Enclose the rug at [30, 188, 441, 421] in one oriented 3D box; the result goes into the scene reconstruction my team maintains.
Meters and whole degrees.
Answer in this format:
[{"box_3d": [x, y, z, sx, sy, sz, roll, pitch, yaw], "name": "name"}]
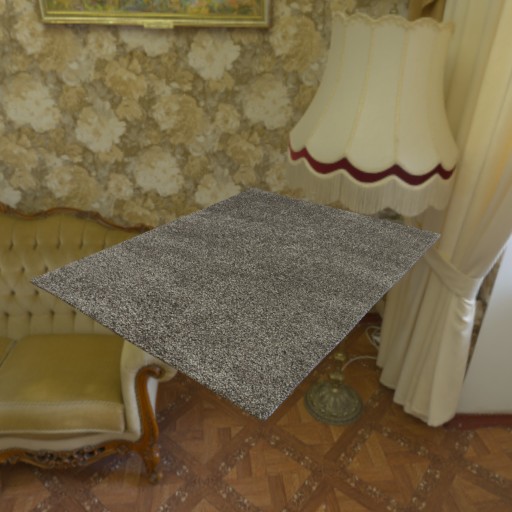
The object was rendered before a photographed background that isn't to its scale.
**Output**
[{"box_3d": [0.000, 0.000, 4.054, 2.401, 0.025, 3.000, 19, 33, 33], "name": "rug"}]
